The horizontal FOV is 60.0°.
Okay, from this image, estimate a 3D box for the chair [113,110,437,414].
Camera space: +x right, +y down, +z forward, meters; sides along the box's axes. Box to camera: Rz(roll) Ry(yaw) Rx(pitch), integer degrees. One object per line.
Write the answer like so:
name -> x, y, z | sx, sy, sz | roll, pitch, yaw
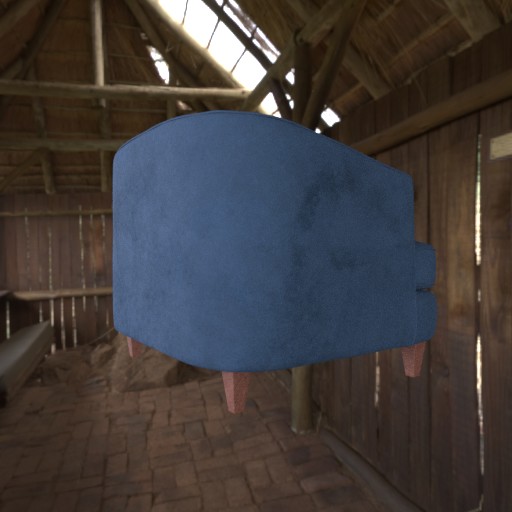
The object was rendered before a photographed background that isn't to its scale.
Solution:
chair -> 0.000, 0.000, 1.760 | 0.940, 0.852, 1.094 | -1, 1, -36
